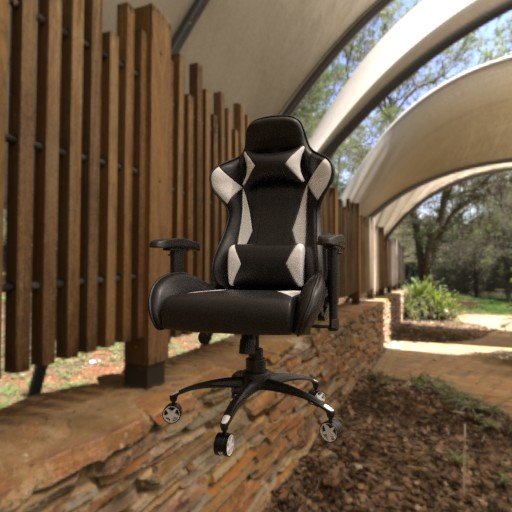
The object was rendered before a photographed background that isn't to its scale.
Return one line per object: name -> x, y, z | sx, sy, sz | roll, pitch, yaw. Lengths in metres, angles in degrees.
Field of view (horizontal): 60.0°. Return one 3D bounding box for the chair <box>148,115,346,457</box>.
chair -> 0.000, 0.000, 1.740 | 0.730, 1.285, 0.695 | -1, -2, 18
